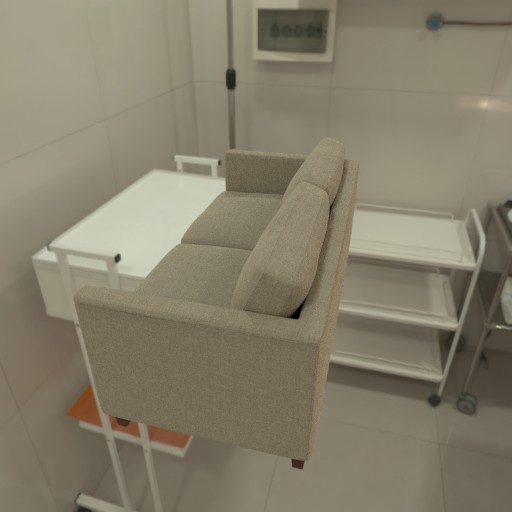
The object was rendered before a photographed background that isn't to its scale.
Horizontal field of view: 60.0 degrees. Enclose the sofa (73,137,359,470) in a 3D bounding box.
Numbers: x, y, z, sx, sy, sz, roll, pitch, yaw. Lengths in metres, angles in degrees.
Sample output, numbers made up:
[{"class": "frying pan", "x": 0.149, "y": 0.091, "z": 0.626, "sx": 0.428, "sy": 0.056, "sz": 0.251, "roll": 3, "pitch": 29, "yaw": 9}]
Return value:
[{"class": "sofa", "x": 0.000, "y": 0.000, "z": 2.425, "sx": 0.951, "sy": 0.947, "sz": 1.884, "roll": 8, "pitch": 31, "yaw": 13}]
